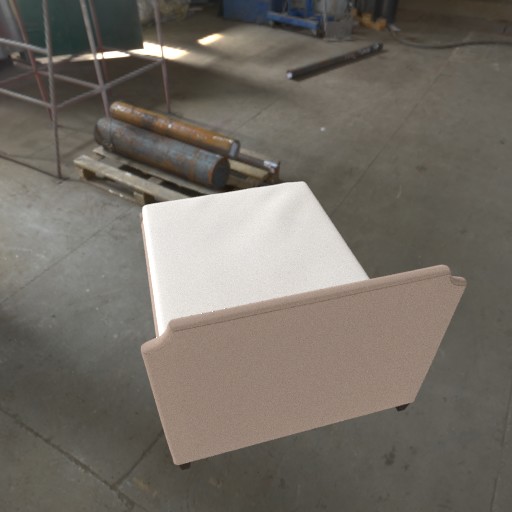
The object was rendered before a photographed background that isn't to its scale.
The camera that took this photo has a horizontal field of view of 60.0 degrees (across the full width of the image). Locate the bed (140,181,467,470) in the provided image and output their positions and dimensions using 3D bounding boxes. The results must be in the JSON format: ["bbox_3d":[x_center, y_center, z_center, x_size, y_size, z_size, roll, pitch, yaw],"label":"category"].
[{"bbox_3d":[0.000,0.000,3.403,1.713,1.443,2.372,-10,43,-11],"label":"bed"}]
